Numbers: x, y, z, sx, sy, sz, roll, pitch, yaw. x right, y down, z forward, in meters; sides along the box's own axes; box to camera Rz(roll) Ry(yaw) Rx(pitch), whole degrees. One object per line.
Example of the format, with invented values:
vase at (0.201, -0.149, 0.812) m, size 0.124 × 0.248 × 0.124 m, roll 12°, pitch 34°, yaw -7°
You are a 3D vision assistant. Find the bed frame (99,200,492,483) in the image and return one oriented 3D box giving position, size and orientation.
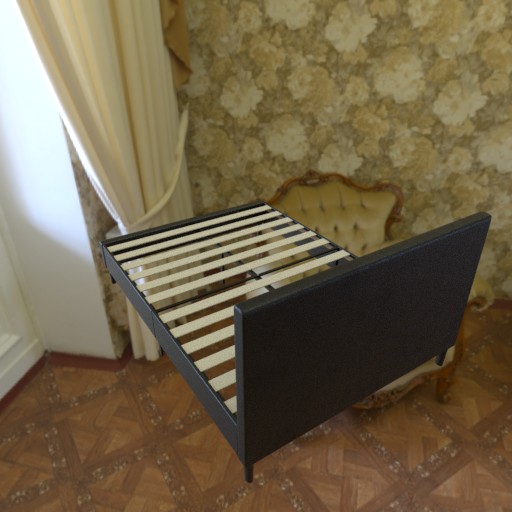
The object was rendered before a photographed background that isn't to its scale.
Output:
bed frame at (0.000, 0.000, 3.191) m, size 1.634 × 1.127 × 2.318 m, roll -18°, pitch 34°, yaw -28°
